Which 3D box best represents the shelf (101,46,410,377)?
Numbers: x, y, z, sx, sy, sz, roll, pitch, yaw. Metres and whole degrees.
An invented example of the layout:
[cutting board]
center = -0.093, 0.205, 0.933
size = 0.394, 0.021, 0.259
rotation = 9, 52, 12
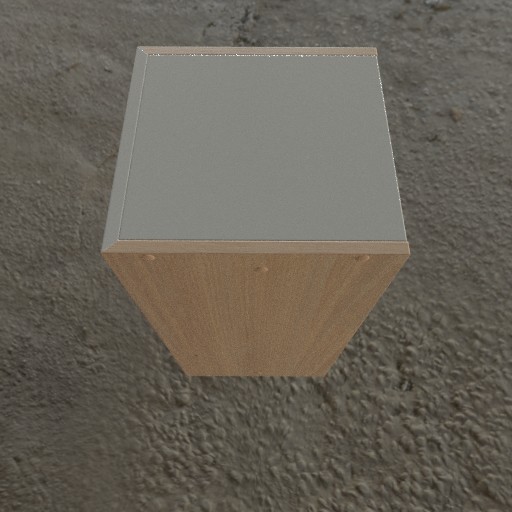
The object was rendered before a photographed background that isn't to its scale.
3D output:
[shelf]
center = 0.000, 0.000, 0.754
size = 0.297, 0.594, 0.290
rotation = 0, 64, 0
